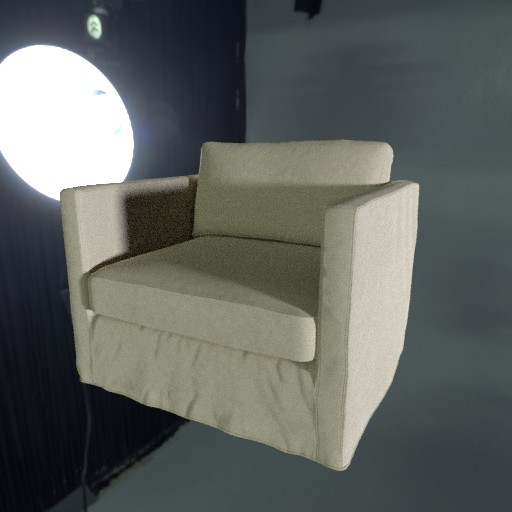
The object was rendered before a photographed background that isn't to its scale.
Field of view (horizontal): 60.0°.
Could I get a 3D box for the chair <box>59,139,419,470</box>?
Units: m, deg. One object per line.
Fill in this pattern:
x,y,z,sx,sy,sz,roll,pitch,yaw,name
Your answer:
0.000,0.000,1.703,1.057,0.867,0.949,7,16,27,chair
